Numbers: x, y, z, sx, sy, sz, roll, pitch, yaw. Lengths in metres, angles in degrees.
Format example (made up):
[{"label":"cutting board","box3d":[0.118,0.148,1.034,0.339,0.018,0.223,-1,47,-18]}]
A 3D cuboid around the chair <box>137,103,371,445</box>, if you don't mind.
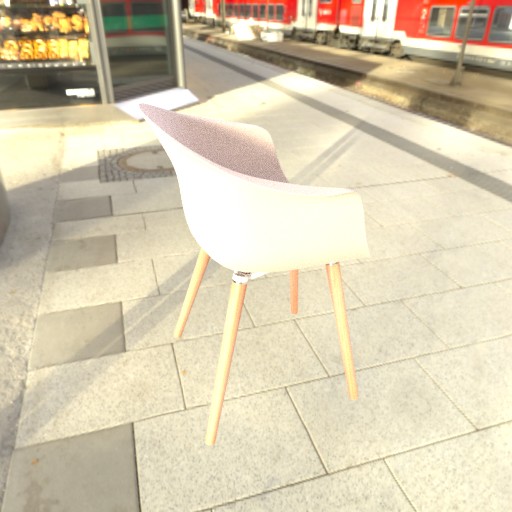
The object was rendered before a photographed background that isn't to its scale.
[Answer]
[{"label":"chair","box3d":[0.000,0.000,1.162,0.504,0.781,0.593,-10,31,-17]}]
